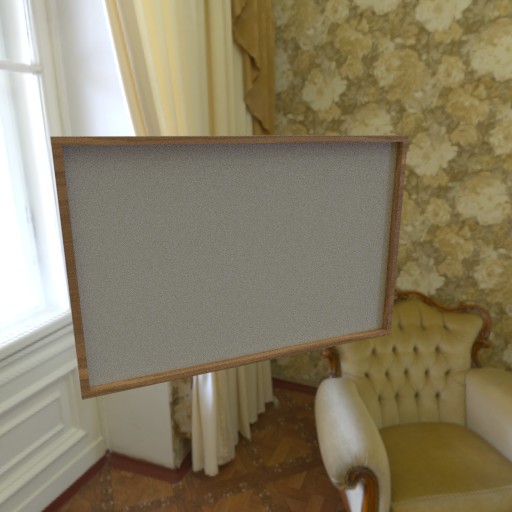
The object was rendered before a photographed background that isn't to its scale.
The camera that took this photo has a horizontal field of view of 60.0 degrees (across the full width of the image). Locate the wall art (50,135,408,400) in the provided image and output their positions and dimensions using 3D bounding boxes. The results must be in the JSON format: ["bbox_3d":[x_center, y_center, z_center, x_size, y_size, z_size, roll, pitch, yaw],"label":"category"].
[{"bbox_3d":[0.000,0.000,1.444,1.137,0.756,0.034,-7,17,-22],"label":"wall art"}]
